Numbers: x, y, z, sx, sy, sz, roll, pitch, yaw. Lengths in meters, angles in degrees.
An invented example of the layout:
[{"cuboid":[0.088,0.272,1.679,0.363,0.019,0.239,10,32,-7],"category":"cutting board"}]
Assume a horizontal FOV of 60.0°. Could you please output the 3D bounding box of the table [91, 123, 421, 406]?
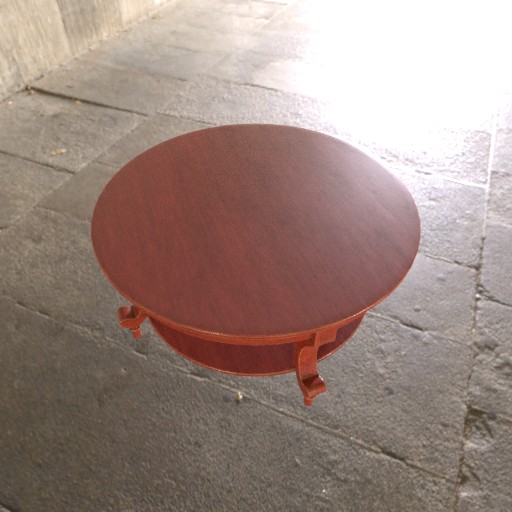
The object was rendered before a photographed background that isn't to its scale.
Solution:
[{"cuboid":[0.000,0.000,1.590,1.029,0.486,1.029,0,45,0],"category":"table"}]
